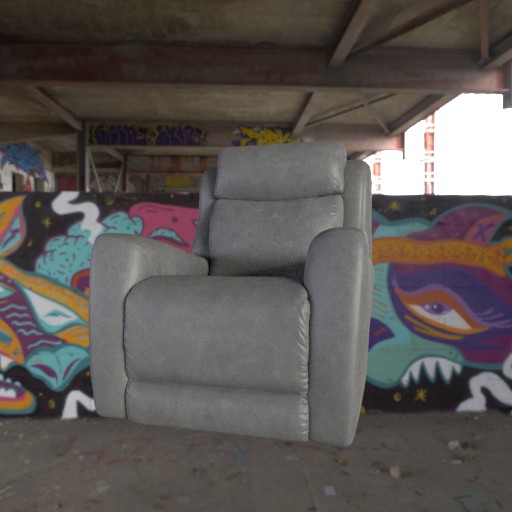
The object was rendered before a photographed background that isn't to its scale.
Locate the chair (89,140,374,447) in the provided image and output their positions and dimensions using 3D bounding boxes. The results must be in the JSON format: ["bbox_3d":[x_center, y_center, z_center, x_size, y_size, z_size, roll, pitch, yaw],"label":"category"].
[{"bbox_3d":[0.000,0.000,1.869,0.967,1.116,1.068,0,1,17],"label":"chair"}]
